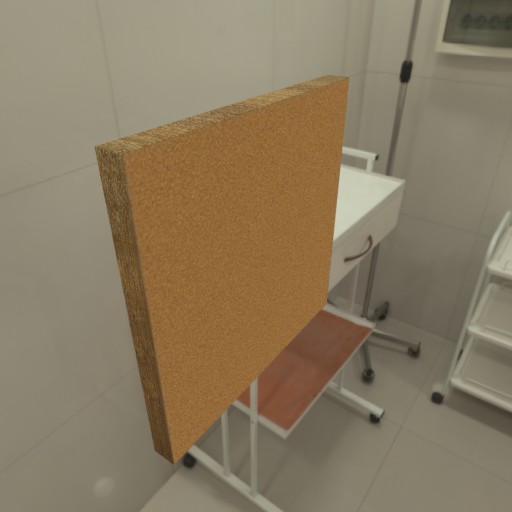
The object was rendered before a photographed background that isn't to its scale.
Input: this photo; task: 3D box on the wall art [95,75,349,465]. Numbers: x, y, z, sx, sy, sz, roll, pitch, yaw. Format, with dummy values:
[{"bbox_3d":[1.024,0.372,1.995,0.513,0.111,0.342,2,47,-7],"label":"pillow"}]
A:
[{"bbox_3d":[0.000,0.000,0.601,0.039,0.403,0.406,21,37,30],"label":"wall art"}]
